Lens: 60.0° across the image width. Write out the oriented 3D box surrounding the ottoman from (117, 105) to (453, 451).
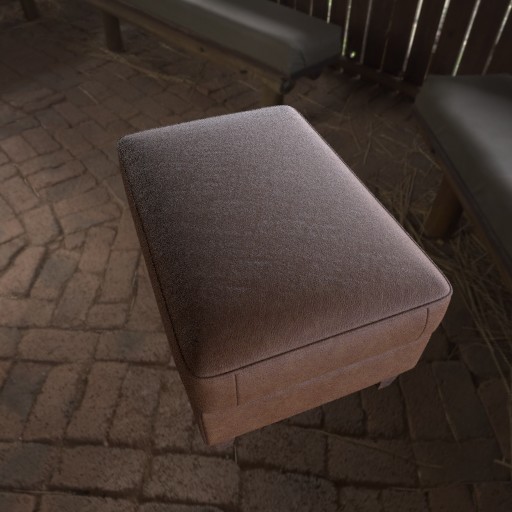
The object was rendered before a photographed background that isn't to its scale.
[{"bbox_3d":[0.000,0.000,1.224,0.584,0.483,0.864,-16,49,-14],"label":"ottoman"}]
